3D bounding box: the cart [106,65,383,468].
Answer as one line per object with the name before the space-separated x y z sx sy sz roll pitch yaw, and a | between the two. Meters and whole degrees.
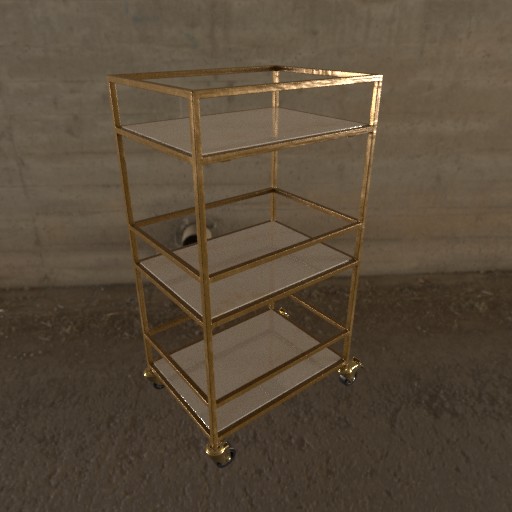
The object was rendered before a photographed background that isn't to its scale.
cart | 0.000 0.000 0.997 0.483 0.761 0.332 -20 33 -33
